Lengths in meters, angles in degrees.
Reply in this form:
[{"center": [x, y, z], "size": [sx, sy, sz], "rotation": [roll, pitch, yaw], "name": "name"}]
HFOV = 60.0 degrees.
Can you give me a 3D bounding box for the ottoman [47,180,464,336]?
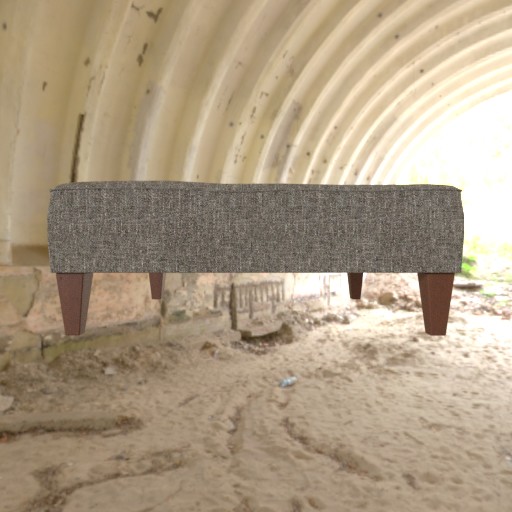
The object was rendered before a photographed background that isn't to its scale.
[{"center": [0.000, 0.000, 1.517], "size": [0.981, 0.379, 1.016], "rotation": [0, 0, 0], "name": "ottoman"}]
